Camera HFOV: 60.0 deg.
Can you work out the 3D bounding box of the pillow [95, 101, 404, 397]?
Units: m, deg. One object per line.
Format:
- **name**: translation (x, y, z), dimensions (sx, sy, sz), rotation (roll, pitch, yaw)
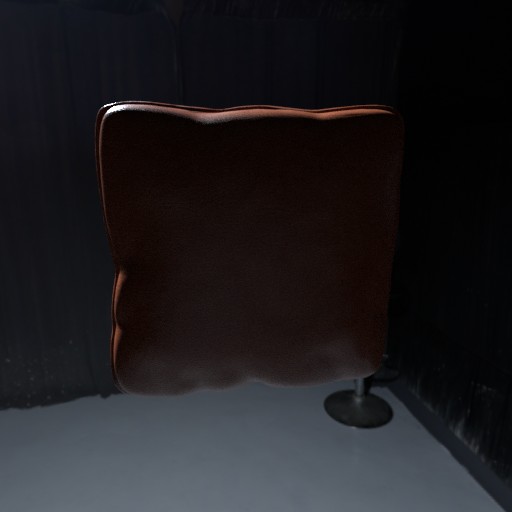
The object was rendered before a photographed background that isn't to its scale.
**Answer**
- **pillow**: translation (0.000, 0.000, 0.801), dimensions (0.532, 0.523, 0.236), rotation (-2, 14, -9)
